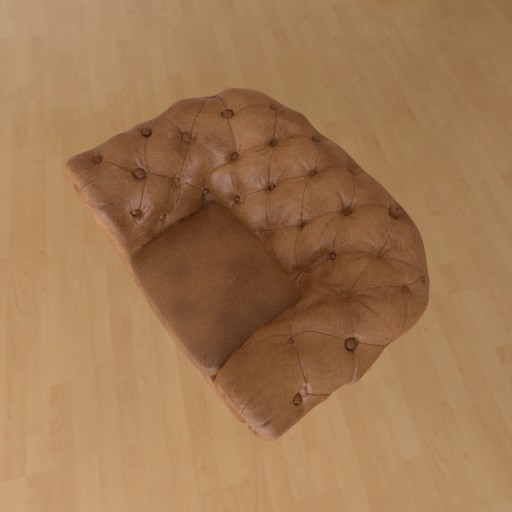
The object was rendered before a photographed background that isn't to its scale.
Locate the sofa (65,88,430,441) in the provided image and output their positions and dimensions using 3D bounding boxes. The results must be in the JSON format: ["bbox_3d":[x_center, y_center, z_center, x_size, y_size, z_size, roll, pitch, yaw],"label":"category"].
[{"bbox_3d":[0.000,0.000,2.040,1.033,0.878,1.405,-35,68,-16],"label":"sofa"}]
